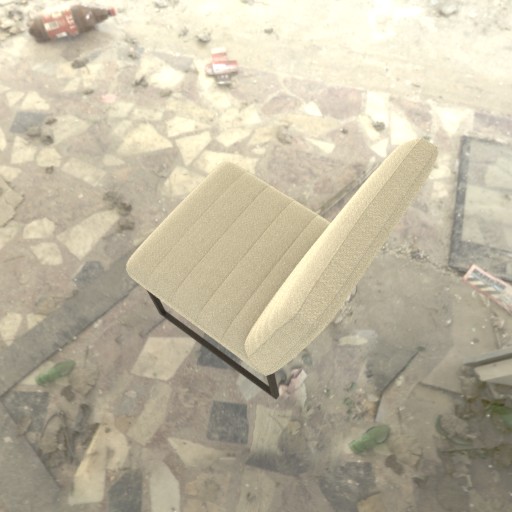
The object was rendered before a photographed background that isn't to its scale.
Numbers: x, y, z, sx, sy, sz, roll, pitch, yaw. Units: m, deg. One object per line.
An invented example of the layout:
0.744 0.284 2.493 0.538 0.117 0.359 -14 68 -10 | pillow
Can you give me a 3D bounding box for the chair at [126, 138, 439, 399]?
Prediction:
0.000 0.000 1.330 0.634 0.930 0.520 33 67 16 | chair
